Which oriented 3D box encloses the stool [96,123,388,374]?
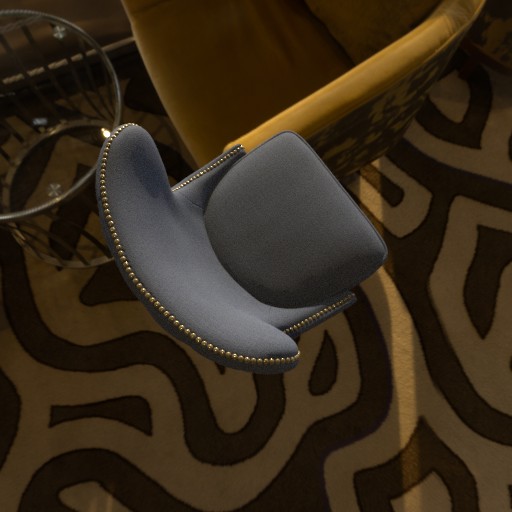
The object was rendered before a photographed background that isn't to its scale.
[{"bbox_3d":[0.000,0.000,1.322,0.597,0.972,0.615,-34,78,-8],"label":"stool"}]
